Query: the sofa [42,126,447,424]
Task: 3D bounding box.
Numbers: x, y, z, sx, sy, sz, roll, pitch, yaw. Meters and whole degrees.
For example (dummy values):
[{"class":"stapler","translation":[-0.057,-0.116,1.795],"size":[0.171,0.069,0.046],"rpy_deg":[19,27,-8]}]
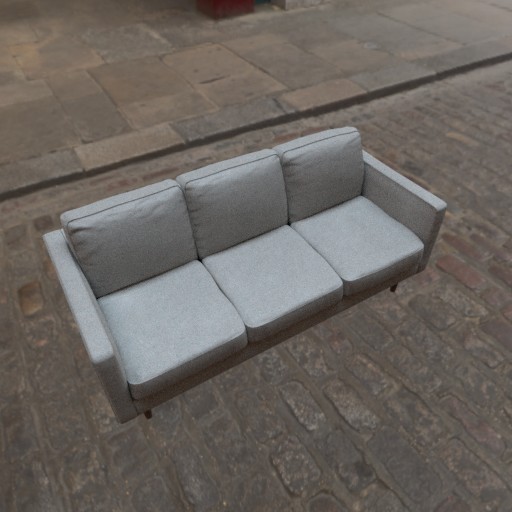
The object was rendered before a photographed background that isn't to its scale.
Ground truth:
[{"class":"sofa","translation":[0.000,0.000,2.505],"size":[1.983,0.918,0.944],"rpy_deg":[-22,47,-22]}]
